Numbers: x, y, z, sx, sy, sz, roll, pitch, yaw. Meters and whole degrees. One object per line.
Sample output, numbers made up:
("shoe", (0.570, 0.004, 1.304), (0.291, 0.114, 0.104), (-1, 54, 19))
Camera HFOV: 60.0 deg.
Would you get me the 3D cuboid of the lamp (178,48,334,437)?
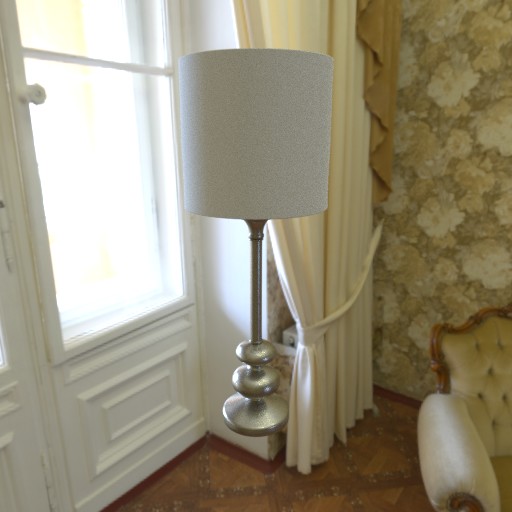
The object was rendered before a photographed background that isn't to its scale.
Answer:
("lamp", (0.000, 0.000, 0.822), (0.254, 0.690, 0.254), (-2, 16, -8))
